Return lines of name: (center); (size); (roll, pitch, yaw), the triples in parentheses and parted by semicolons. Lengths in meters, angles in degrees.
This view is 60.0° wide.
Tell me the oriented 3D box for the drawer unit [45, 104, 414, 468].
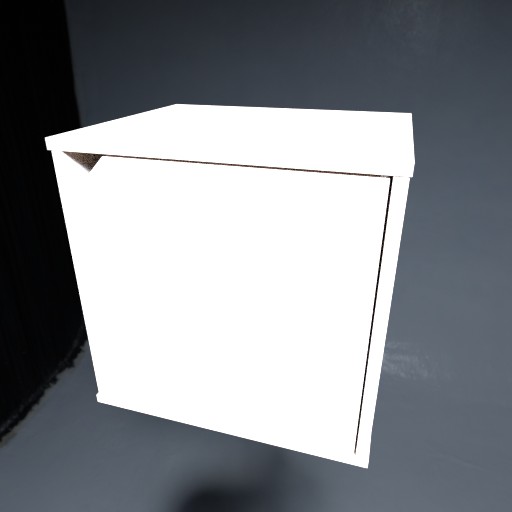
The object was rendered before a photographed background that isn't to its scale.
drawer unit: (0.000, 0.000, 0.592); (0.349, 0.344, 0.290); (8, 26, 15)
